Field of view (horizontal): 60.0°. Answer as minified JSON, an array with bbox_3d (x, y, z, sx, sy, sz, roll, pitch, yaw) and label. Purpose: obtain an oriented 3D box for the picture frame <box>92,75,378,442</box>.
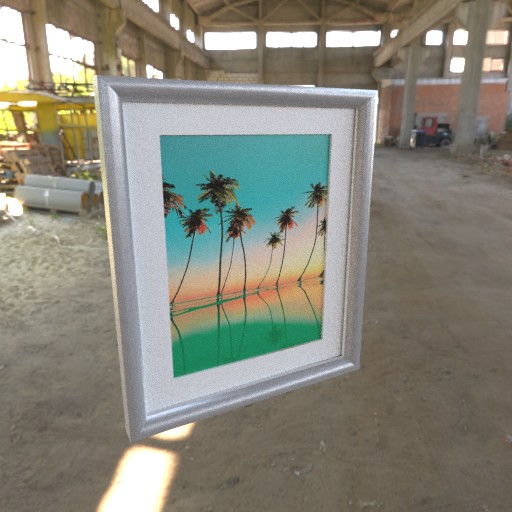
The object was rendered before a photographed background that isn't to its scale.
[{"bbox_3d":[0.000,0.000,0.522,0.327,0.378,0.027,-8,18,-27],"label":"picture frame"}]
